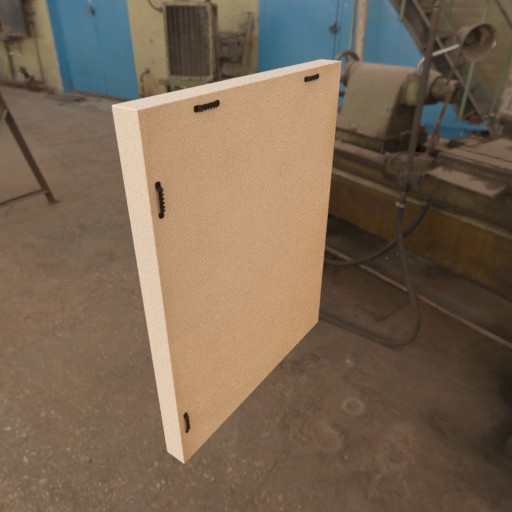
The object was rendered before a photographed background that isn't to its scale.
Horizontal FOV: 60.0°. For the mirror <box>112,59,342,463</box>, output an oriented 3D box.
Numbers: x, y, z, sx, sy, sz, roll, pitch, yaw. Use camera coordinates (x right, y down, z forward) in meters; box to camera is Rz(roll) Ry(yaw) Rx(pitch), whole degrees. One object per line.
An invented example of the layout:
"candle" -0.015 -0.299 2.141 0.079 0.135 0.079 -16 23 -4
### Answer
"mirror" 0.000 0.000 0.674 0.041 0.509 0.406 20 36 30
